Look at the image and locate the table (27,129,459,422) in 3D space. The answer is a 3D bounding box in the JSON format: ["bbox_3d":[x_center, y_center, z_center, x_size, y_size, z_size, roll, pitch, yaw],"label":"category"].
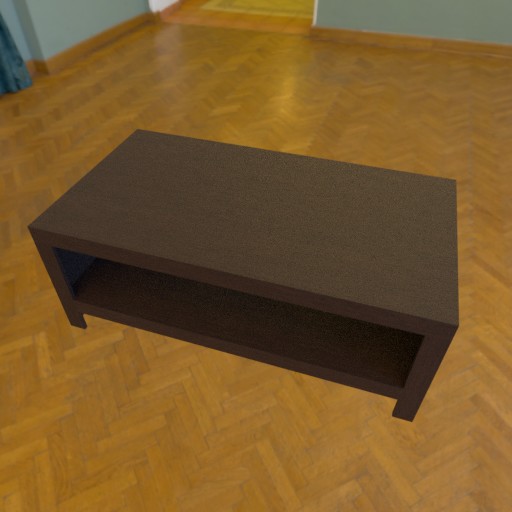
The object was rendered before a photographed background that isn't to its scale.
[{"bbox_3d":[0.000,0.000,1.418,1.099,0.424,0.597,12,44,13],"label":"table"}]
